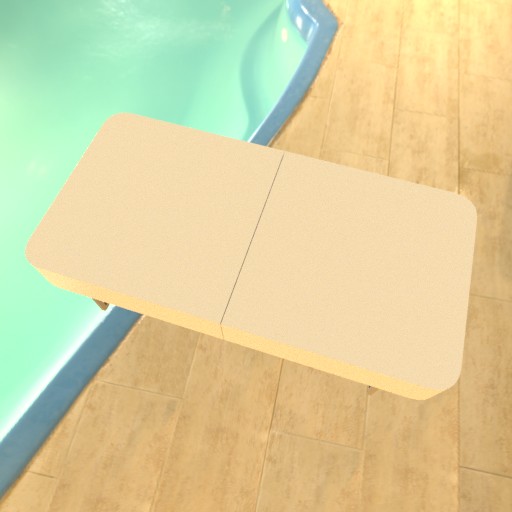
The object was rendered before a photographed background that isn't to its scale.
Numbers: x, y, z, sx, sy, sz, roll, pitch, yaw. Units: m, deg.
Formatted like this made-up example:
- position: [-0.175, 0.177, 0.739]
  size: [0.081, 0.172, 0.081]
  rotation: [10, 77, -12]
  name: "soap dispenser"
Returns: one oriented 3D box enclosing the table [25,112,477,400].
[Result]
- position: [0.000, 0.000, 1.419]
  size: [1.200, 0.340, 0.600]
  rotation: [16, 64, 8]
  name: "table"
